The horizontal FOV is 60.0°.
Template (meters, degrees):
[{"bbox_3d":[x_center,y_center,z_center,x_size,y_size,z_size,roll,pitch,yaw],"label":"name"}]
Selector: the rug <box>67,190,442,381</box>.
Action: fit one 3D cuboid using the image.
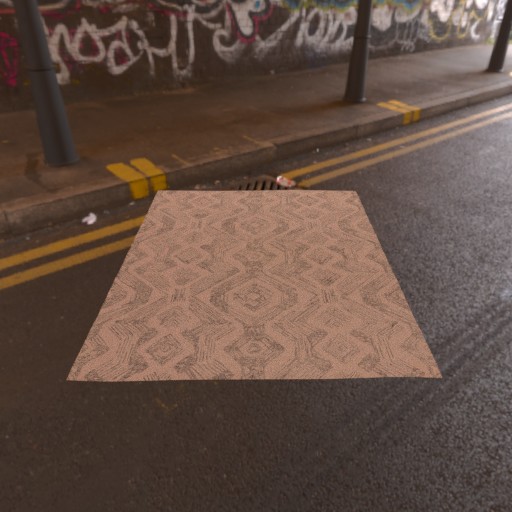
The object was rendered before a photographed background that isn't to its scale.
[{"bbox_3d":[0.000,0.000,4.136,2.430,0.030,3.054,0,32,0],"label":"rug"}]
